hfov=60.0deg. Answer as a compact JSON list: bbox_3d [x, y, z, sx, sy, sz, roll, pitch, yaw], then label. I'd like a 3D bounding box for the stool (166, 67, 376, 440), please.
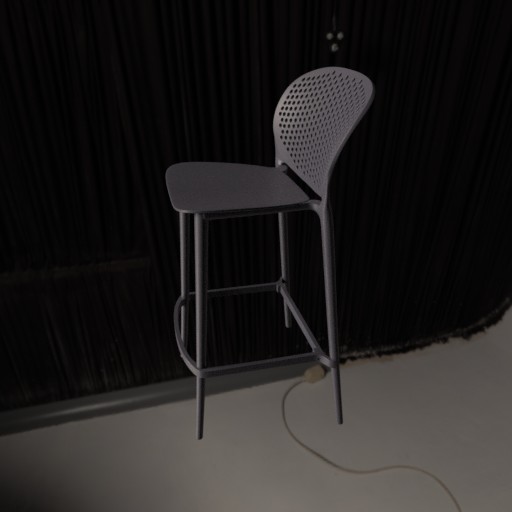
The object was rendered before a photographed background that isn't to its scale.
[{"bbox_3d":[0.000,0.000,1.362,0.535,1.045,0.536,-8,31,-13],"label":"stool"}]
